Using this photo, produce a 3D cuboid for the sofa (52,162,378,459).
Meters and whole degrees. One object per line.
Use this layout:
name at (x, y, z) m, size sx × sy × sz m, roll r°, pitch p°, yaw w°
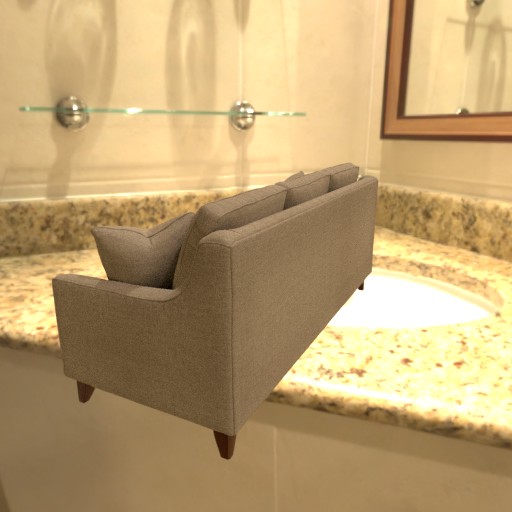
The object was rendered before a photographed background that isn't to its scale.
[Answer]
sofa at (0.000, 0.000, 2.447) m, size 0.865 × 0.914 × 2.031 m, roll 8°, pitch 18°, yaw 26°
